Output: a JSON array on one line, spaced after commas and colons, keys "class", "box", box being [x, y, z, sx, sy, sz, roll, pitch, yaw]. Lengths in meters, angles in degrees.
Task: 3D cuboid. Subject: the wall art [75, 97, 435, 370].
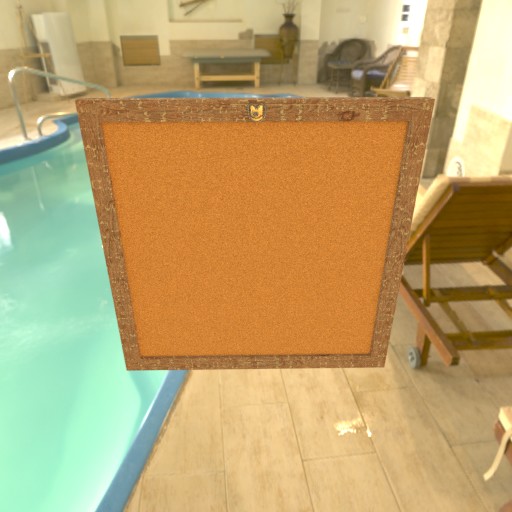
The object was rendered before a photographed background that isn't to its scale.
[{"class": "wall art", "box": [0.000, 0.000, 0.562, 0.380, 0.380, 0.022, 0, 29, -1]}]
